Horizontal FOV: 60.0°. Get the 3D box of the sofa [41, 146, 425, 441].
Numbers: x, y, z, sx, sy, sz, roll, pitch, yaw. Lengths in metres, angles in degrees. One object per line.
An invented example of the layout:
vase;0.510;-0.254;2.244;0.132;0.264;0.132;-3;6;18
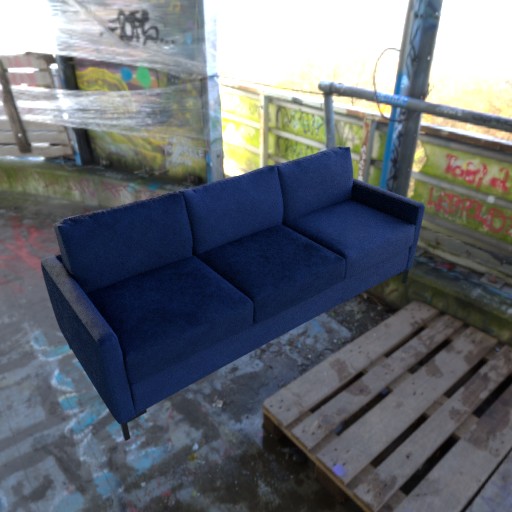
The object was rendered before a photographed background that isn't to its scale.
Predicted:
sofa;0.000;0.000;2.718;2.252;0.879;0.875;-22;37;-32
